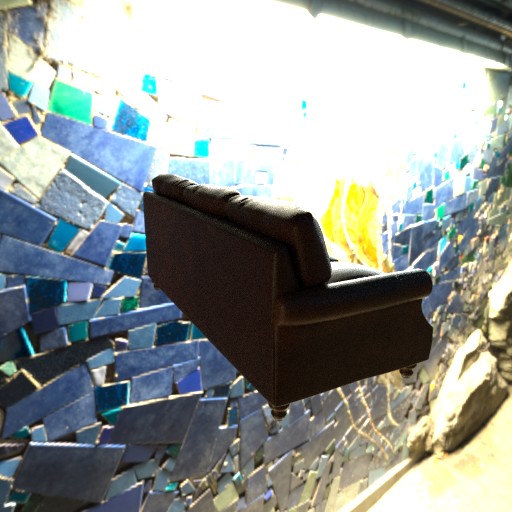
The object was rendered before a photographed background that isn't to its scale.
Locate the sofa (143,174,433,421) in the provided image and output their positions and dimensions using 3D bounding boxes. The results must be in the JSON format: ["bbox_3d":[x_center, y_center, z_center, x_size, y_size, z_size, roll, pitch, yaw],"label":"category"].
[{"bbox_3d":[0.000,0.000,2.971,0.973,0.977,2.351,-8,17,-27],"label":"sofa"}]
